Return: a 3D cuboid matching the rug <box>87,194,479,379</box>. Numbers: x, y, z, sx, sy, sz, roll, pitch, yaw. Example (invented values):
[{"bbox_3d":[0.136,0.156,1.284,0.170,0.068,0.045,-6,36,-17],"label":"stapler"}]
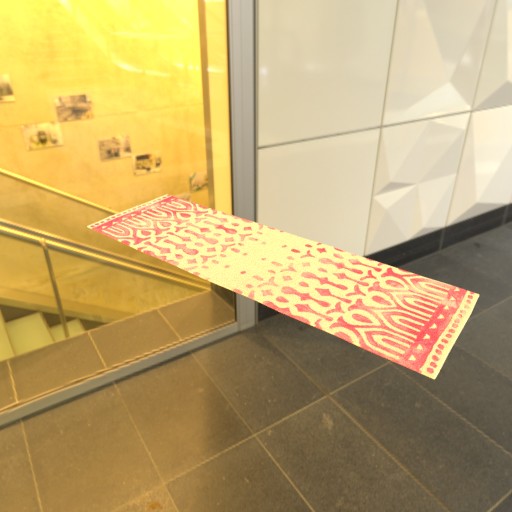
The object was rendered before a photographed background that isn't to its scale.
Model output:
[{"bbox_3d":[0.000,0.000,2.755,2.458,0.011,0.787,20,35,32],"label":"rug"}]
